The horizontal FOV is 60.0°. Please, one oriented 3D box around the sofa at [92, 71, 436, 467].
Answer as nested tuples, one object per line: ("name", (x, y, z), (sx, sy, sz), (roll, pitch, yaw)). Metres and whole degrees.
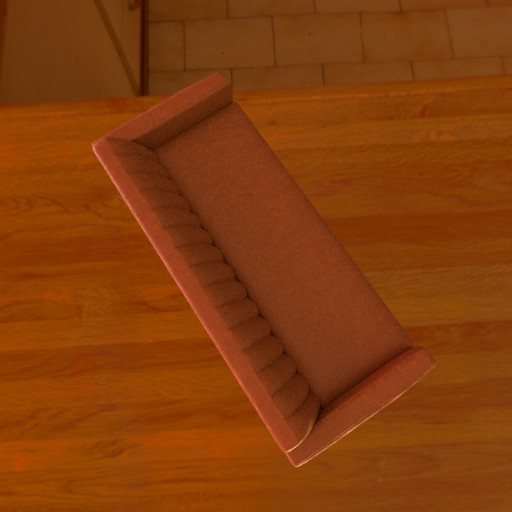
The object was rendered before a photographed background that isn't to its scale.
("sofa", (0.000, 0.000, 2.813), (0.990, 0.821, 2.291), (-33, 78, -8))
